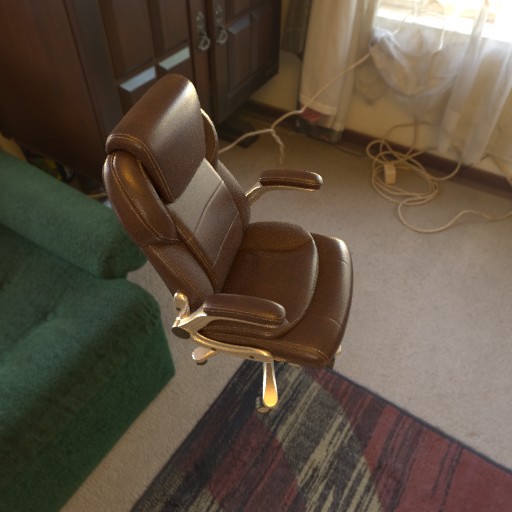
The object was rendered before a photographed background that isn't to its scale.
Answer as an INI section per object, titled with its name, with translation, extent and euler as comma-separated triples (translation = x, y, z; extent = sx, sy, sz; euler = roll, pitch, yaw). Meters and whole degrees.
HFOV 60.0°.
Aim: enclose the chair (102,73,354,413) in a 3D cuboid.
[chair]
translation = 0.000, 0.000, 1.648
extent = 0.774, 1.160, 0.733
euler = 11, 48, 10
